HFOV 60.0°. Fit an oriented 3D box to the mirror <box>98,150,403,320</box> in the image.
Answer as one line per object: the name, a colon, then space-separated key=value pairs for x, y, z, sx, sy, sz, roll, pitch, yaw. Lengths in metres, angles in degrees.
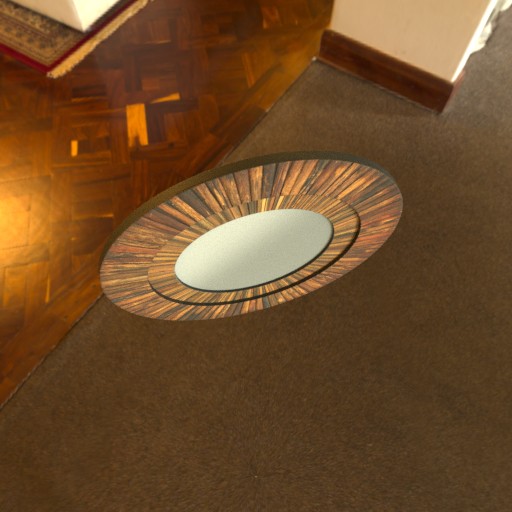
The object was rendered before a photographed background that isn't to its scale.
mirror: x=0.000 y=0.000 z=1.603 sx=1.077 sy=1.077 sz=0.036 roll=-14 pitch=64 yaw=-7
